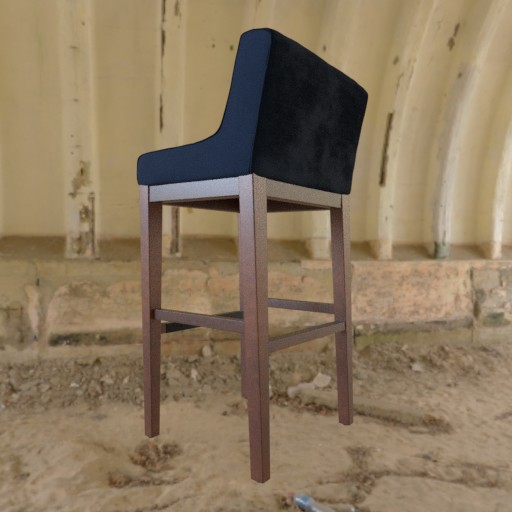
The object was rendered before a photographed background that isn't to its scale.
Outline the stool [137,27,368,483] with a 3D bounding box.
[{"bbox_3d":[0.000,0.000,1.308,0.500,1.037,0.511,0,1,38],"label":"stool"}]
